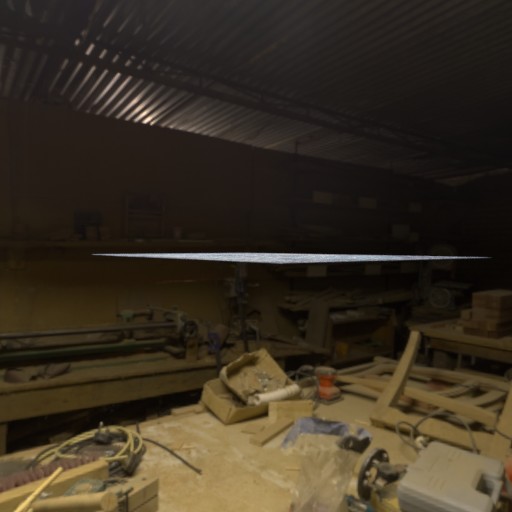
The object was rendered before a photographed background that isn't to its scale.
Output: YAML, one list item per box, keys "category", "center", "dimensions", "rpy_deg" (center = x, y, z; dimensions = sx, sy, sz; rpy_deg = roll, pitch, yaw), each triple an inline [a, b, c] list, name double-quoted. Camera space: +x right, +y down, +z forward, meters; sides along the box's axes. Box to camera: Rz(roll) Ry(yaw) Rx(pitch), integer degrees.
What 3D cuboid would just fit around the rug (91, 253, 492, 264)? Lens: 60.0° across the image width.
- category: "rug"
  center: [0.000, 0.000, 3.036]
  dimensions: [1.525, 0.007, 2.440]
  rpy_deg: [-1, 1, -36]
